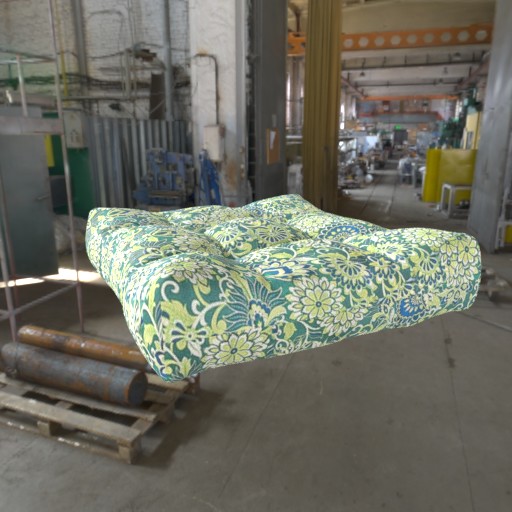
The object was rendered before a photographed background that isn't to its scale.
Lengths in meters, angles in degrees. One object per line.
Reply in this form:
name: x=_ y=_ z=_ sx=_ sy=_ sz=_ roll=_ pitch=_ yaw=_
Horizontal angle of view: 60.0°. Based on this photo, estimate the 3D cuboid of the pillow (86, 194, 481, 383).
pillow: x=0.000 y=0.000 z=0.708 sx=0.468 sy=0.128 sz=0.490 roll=-8 pitch=17 yaw=-26
